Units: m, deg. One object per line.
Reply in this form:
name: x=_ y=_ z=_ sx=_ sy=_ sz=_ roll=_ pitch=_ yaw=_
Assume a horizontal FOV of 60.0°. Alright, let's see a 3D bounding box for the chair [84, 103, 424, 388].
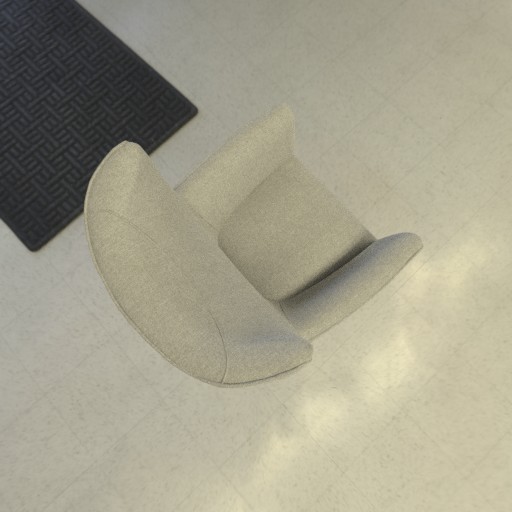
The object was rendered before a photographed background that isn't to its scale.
chair: x=0.000 y=0.000 z=1.610 sx=0.888 sy=0.933 sz=0.781 roll=-39 pitch=77 yaw=-10
